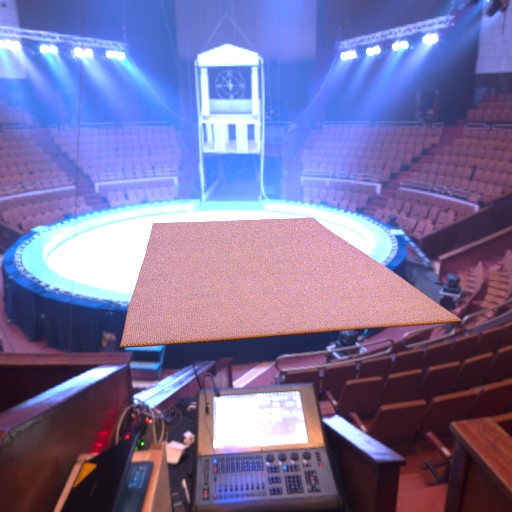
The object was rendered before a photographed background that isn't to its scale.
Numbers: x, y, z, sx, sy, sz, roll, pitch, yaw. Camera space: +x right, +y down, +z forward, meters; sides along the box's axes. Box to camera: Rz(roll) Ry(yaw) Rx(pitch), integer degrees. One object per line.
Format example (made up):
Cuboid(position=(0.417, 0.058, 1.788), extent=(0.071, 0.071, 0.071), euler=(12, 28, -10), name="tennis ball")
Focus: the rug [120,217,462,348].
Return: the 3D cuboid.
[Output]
Cuboid(position=(0.000, 0.000, 2.131), extent=(1.078, 0.013, 1.678), euler=(-3, 17, -9), name="rug")
